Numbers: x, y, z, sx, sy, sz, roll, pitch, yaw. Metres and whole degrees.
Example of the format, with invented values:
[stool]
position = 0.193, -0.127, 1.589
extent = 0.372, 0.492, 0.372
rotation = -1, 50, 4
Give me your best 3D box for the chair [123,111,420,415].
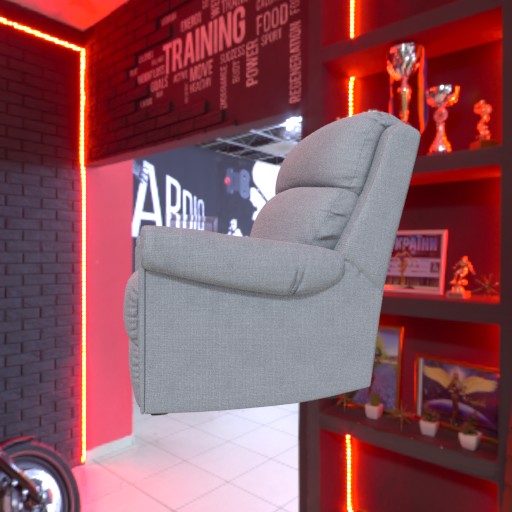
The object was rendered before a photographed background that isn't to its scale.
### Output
[chair]
position = 0.000, 0.000, 1.771
extent = 1.014, 1.054, 0.838
rotation = 0, 0, -16
